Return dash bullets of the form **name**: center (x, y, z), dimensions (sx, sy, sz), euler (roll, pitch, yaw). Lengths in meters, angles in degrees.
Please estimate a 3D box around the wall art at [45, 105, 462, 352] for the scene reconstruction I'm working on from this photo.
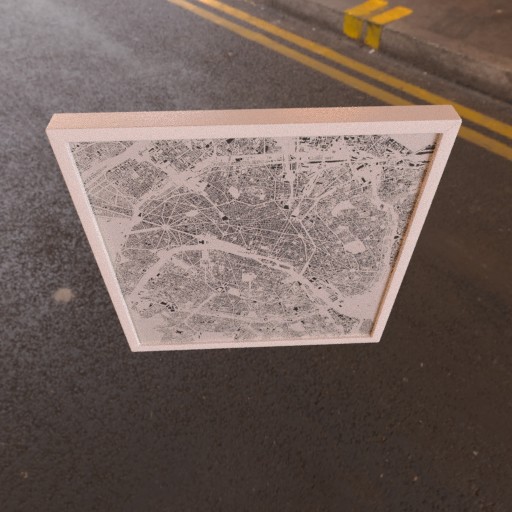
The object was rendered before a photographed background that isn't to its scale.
- **wall art**: center (0.000, 0.000, 0.735), dimensions (0.508, 0.508, 0.038), euler (-2, 47, -2)
